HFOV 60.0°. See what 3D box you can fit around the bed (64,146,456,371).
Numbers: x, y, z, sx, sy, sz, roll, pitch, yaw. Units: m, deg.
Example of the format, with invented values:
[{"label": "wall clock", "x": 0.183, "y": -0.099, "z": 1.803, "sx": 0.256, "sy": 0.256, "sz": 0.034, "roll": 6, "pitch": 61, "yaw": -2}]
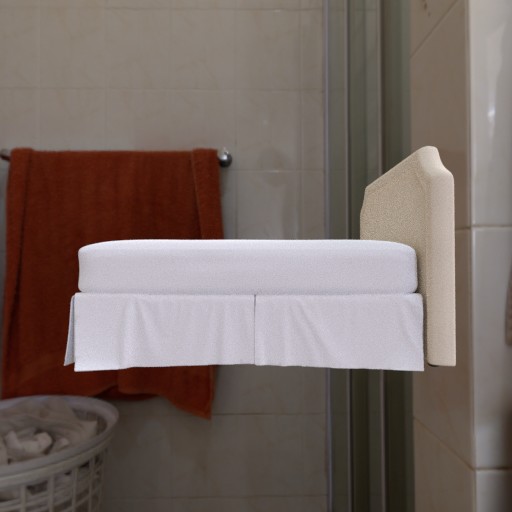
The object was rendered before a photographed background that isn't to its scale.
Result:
[{"label": "bed", "x": 0.000, "y": 0.000, "z": 3.318, "sx": 2.209, "sy": 1.296, "sz": 1.827, "roll": 0, "pitch": -1, "yaw": 1}]
